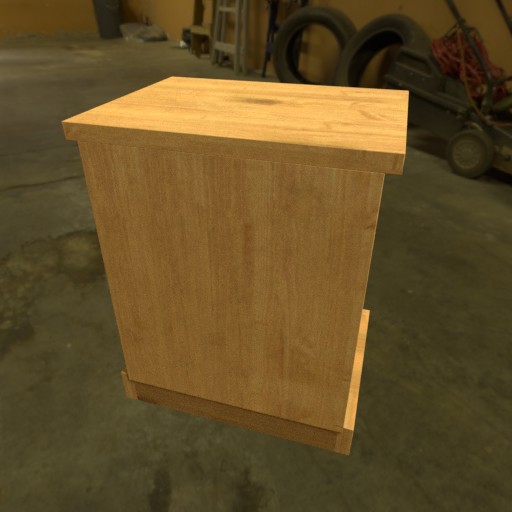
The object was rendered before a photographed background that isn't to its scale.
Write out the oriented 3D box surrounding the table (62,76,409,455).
[{"bbox_3d":[0.000,0.000,1.221,0.660,0.813,0.500,9,33,14],"label":"table"}]
